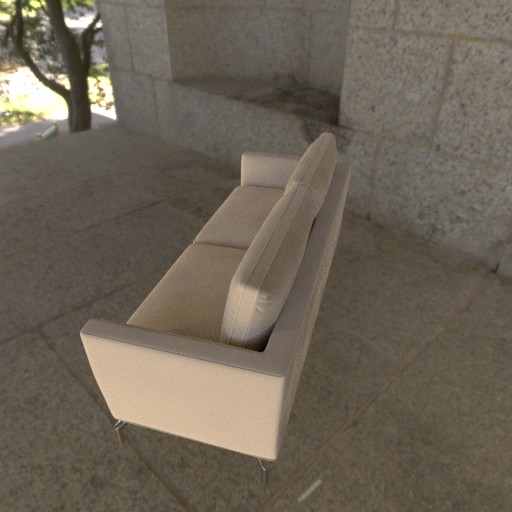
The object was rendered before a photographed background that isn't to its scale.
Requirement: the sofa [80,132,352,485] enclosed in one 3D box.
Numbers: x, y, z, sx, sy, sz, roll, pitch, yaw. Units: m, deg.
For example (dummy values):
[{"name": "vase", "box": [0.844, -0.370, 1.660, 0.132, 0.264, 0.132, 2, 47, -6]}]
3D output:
[{"name": "sofa", "box": [0.000, 0.000, 2.672, 0.868, 1.005, 2.214, 9, 34, 14]}]
